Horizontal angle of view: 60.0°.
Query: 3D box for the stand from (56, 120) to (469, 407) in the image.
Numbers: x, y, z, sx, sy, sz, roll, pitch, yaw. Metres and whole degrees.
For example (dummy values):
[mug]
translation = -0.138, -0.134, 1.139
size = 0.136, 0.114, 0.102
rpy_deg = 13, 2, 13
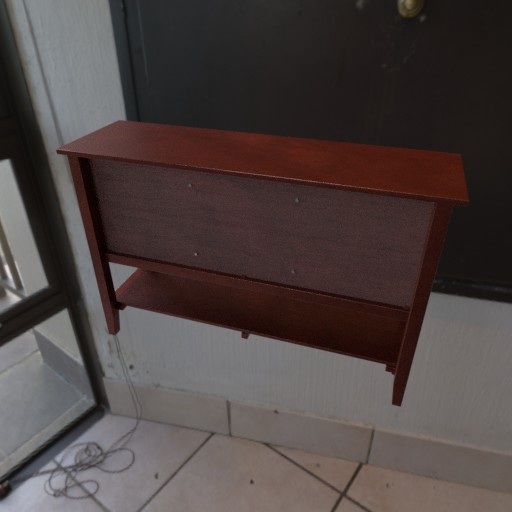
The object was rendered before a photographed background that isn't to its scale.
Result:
[stand]
translation = 0.000, 0.000, 1.787
size = 1.362, 0.872, 0.410
rpy_deg = 10, 34, 15
